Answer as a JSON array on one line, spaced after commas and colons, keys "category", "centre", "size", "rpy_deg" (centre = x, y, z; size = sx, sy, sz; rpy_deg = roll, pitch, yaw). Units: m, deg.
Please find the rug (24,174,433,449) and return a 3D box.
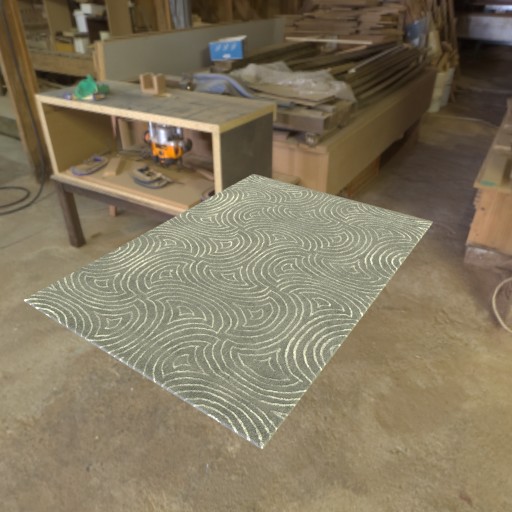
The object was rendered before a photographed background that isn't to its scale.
[{"category": "rug", "centre": [0.000, 0.000, 2.748], "size": [1.543, 0.015, 2.144], "rpy_deg": [20, 38, 29]}]
